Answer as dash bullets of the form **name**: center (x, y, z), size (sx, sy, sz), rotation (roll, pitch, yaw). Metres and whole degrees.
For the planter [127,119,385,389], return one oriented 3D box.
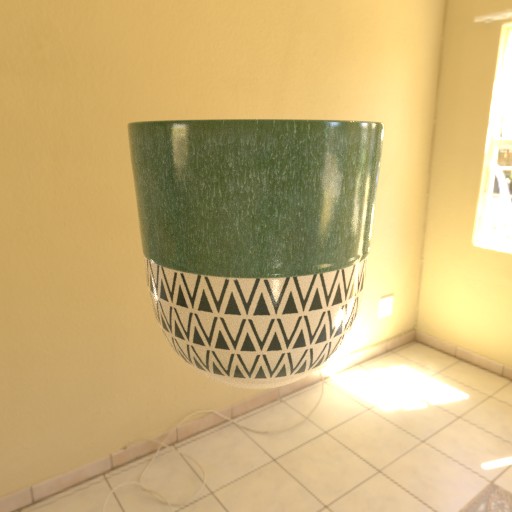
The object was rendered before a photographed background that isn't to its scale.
- **planter**: center (0.000, 0.000, 0.375), size (0.195, 0.214, 0.195), rotation (0, 15, 0)
